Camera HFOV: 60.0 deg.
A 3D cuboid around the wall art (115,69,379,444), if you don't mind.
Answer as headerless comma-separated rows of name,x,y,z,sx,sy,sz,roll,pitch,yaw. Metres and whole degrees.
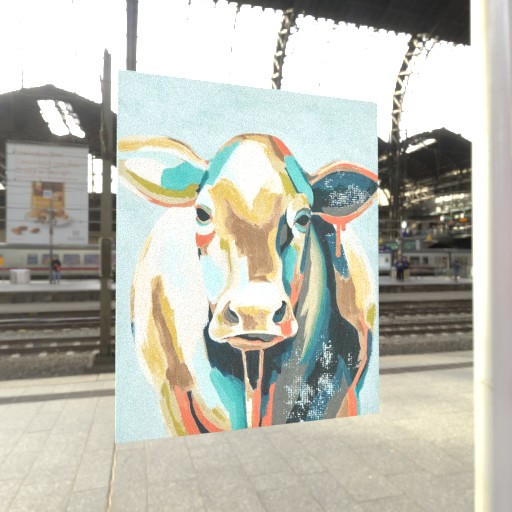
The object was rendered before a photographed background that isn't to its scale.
wall art,0.000,0.000,0.680,0.409,0.509,0.037,0,-1,-18
